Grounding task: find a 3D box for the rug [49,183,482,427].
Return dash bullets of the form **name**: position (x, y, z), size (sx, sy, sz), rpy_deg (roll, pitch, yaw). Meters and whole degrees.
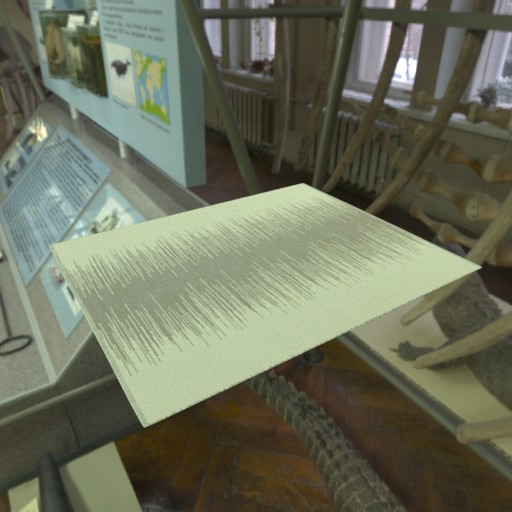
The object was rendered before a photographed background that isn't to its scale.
- **rug**: position (0.000, 0.000, 3.959), size (3.037, 0.010, 2.453), rpy_deg (-18, 34, -28)
